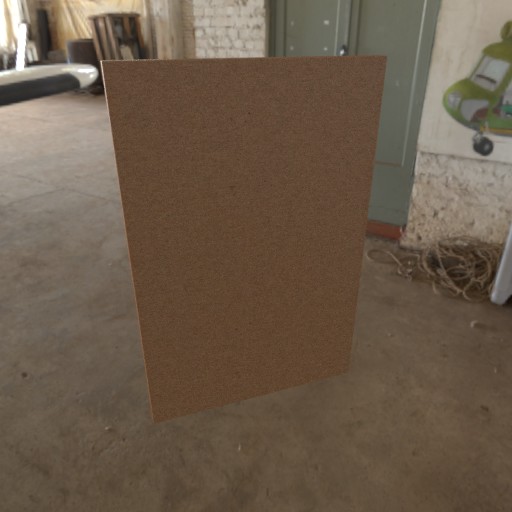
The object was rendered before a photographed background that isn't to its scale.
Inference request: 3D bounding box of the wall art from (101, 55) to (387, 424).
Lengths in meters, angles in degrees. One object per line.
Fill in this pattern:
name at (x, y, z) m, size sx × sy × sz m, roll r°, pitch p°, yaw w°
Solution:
wall art at (0.000, 0.000, 1.119) m, size 0.610 × 0.914 × 0.037 m, roll -9°, pitch 28°, yaw -17°
